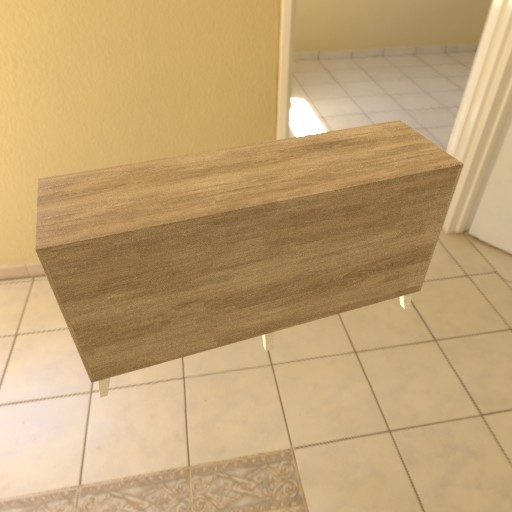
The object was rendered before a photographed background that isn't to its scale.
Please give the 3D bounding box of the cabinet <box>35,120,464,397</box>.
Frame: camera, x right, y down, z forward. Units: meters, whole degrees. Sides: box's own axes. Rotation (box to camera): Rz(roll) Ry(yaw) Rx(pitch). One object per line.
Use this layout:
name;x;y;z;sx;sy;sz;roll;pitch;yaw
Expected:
cabinet;0.000;0.000;2.010;1.600;0.870;0.450;-13;42;-15
